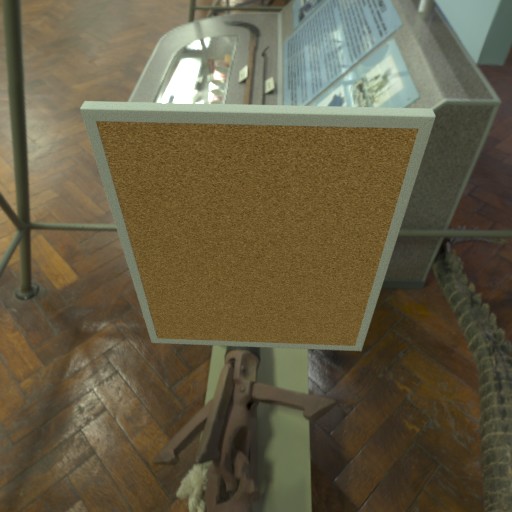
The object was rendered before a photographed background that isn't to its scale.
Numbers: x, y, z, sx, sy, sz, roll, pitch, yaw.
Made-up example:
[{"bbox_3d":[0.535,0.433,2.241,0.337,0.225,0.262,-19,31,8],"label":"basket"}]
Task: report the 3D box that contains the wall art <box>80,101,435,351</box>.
[{"bbox_3d":[0.000,0.000,0.752,0.444,0.536,0.020,2,46,2],"label":"wall art"}]
